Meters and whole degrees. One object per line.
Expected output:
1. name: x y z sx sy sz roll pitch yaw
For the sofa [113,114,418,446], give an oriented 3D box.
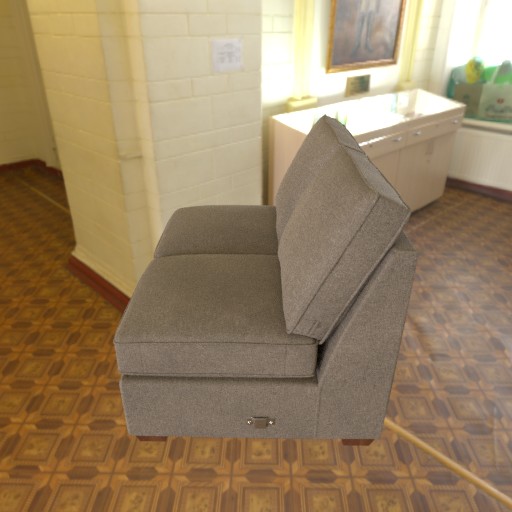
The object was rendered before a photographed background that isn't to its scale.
1. sofa: 0.000 0.000 1.958 0.951 1.008 1.237 0 28 1
